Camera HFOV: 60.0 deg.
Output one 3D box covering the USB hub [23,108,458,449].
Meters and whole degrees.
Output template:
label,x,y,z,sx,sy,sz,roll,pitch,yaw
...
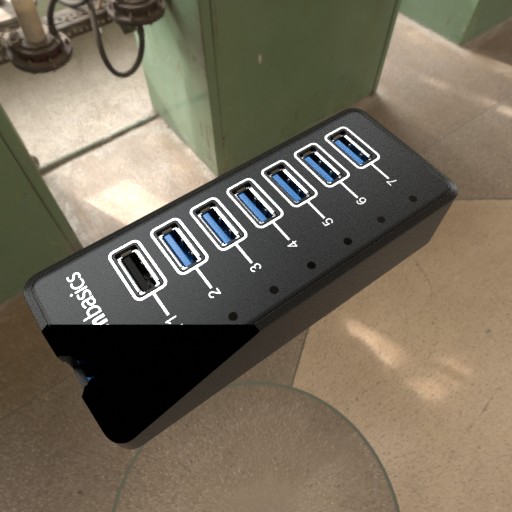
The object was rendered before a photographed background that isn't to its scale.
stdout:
label,x,y,z,sx,sy,sz,roll,pitch,yaw
USB hub,0.000,0.000,0.123,0.110,0.023,0.044,-32,63,-18
